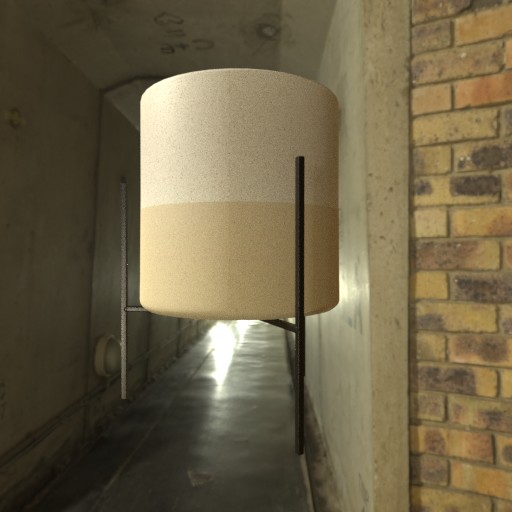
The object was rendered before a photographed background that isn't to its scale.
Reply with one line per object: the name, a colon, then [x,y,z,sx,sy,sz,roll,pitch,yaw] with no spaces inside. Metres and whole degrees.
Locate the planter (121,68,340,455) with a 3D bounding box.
planter: [0.000,0.000,0.537,0.263,0.362,0.267,0,1,-35]
